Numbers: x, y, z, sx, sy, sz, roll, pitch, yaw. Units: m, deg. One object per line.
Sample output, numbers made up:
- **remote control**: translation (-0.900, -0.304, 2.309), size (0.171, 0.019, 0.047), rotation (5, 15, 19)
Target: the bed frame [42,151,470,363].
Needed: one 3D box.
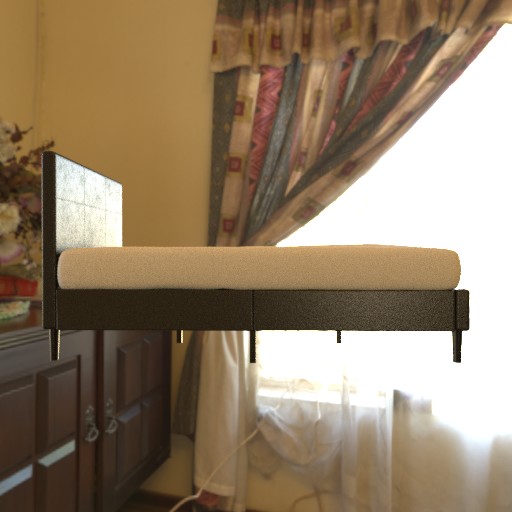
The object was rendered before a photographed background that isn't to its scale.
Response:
- **bed frame**: translation (0.000, 0.000, 2.528), size (2.152, 1.046, 1.038), rotation (0, 0, 1)
